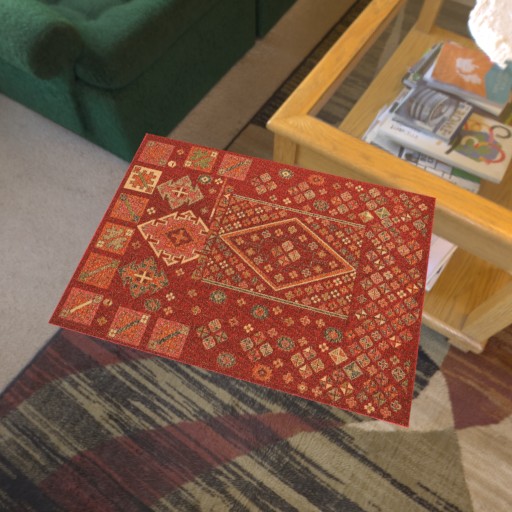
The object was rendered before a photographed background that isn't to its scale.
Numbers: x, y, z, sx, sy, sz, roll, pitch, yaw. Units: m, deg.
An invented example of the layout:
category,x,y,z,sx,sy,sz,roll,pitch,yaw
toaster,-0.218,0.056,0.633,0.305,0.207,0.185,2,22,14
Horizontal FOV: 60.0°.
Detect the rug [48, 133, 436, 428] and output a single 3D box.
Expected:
category,x,y,z,sx,sy,sz,roll,pitch,yaw
rug,0.000,0.000,4.397,3.306,0.011,2.389,14,64,7
